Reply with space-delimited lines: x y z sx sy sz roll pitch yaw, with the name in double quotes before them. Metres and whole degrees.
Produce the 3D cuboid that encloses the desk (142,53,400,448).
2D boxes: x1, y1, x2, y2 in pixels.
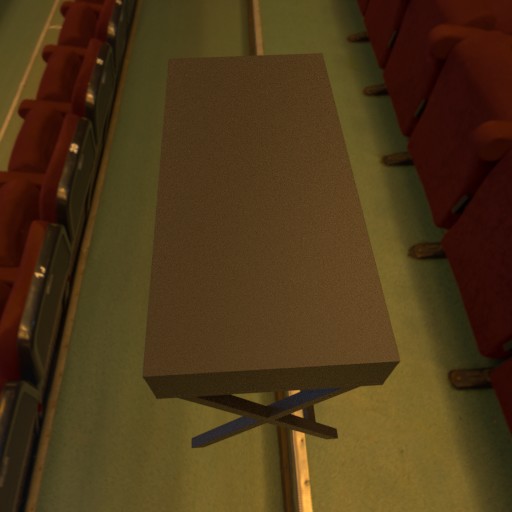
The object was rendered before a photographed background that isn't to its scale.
"desk" 0.000 0.000 1.481 0.504 0.780 1.057 -3 56 -2
